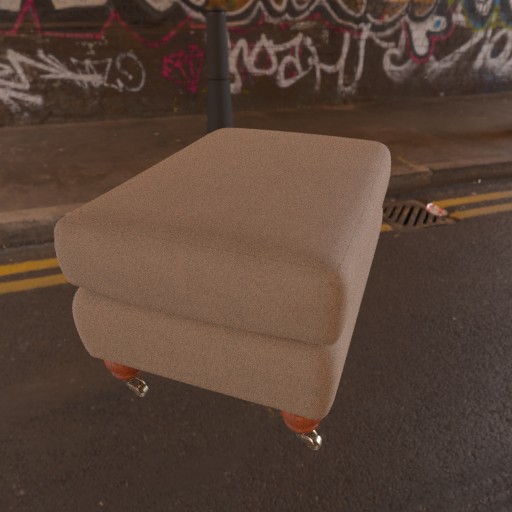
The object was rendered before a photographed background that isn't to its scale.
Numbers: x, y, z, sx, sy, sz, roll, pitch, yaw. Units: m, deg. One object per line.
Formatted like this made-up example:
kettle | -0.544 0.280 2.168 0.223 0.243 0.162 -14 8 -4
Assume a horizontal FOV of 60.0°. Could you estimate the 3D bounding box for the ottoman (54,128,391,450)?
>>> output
ottoman | 0.000 0.000 1.139 0.569 0.504 0.773 10 31 17
